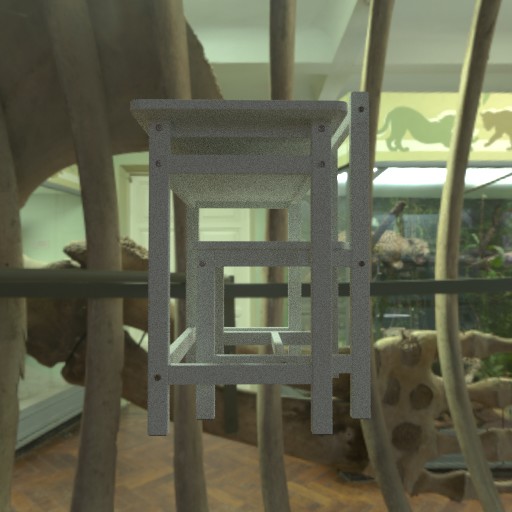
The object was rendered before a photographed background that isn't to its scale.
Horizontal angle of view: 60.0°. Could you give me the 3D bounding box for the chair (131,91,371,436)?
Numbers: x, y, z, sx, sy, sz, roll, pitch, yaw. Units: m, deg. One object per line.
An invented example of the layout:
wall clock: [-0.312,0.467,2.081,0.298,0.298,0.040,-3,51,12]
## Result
chair: [0.000,0.000,1.076,0.461,0.673,0.599,0,-1,-1]
